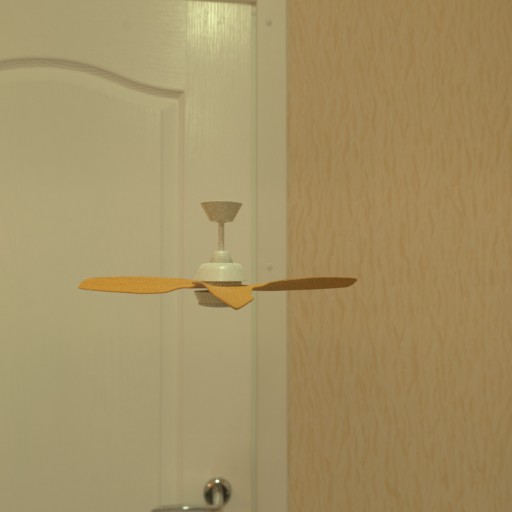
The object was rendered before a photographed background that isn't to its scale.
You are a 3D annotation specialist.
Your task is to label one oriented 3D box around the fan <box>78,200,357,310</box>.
[{"bbox_3d":[0.000,0.000,1.615,1.010,0.355,1.142,1,-2,-36],"label":"fan"}]
